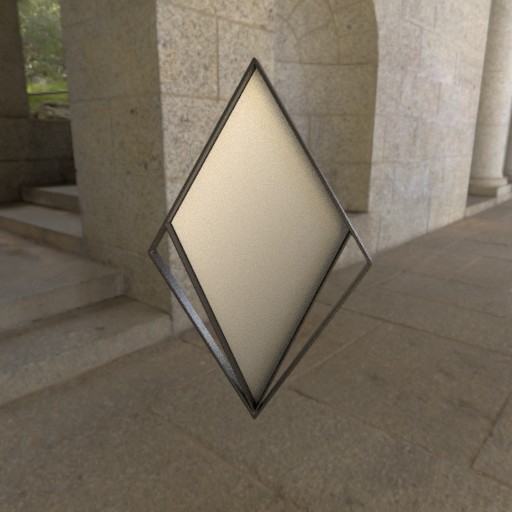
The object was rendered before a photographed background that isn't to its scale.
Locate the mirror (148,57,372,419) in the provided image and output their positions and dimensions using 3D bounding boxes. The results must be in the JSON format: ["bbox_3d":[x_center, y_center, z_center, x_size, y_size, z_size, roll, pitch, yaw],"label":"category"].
[{"bbox_3d":[0.000,0.000,0.825,0.419,0.679,0.032,3,15,11],"label":"mirror"}]
